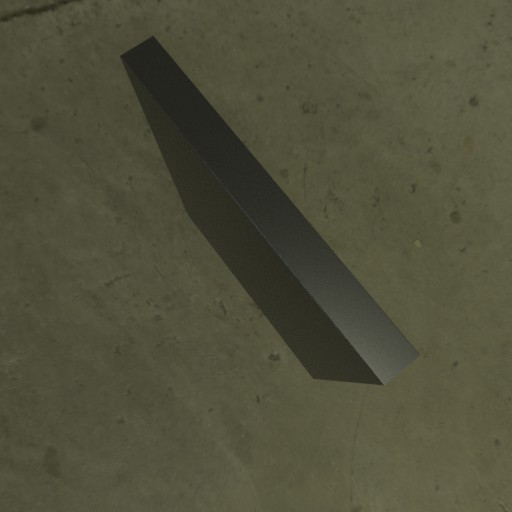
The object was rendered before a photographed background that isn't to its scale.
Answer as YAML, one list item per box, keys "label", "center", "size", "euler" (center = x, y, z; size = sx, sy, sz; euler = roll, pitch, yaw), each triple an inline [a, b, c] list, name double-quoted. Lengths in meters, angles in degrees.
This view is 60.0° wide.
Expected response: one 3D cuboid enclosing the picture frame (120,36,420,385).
- label: "picture frame"
  center: [0.000, 0.000, 0.518]
  size: [0.034, 0.378, 0.328]
  euler: [-36, 78, -9]
